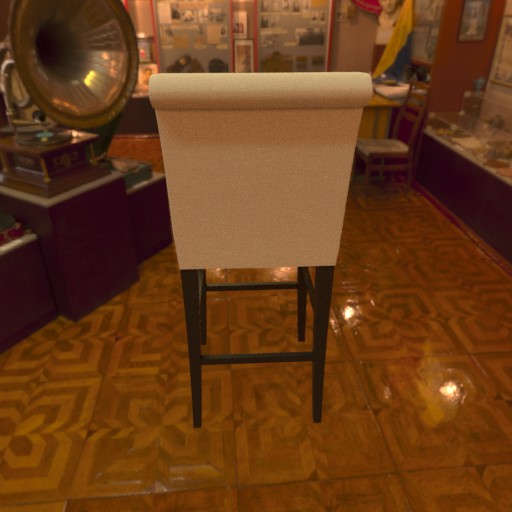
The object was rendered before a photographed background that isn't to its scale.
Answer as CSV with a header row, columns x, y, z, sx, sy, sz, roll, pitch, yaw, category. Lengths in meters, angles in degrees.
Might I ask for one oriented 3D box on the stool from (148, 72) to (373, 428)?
x,y,z,sx,sy,sz,roll,pitch,yaw,category
0.000,0.000,1.383,0.452,1.124,0.597,-1,30,-2,stool
